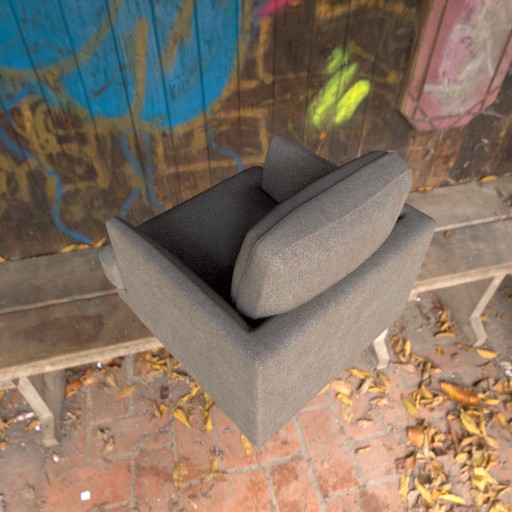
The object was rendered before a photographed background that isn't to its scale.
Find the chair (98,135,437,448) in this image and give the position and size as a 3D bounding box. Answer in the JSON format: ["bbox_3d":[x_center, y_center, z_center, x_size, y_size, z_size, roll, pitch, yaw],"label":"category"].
[{"bbox_3d":[0.000,0.000,1.648,0.858,0.957,0.899,-33,54,-28],"label":"chair"}]
